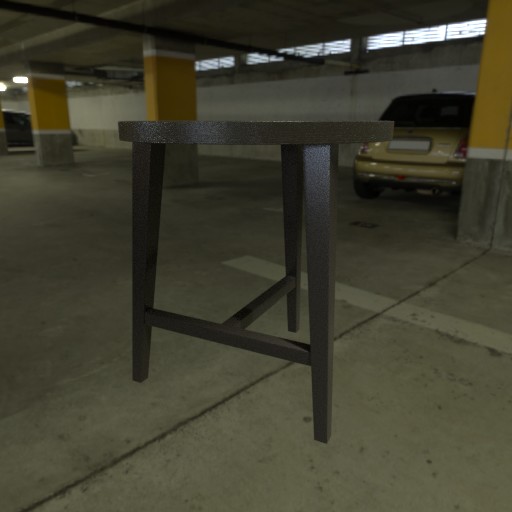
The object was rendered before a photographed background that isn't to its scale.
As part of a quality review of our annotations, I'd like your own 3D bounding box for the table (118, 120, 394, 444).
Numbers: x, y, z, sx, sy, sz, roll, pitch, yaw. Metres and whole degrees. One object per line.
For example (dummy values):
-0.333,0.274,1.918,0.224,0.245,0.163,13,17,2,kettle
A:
0.000,0.000,0.913,0.500,0.531,0.500,0,17,0,table
